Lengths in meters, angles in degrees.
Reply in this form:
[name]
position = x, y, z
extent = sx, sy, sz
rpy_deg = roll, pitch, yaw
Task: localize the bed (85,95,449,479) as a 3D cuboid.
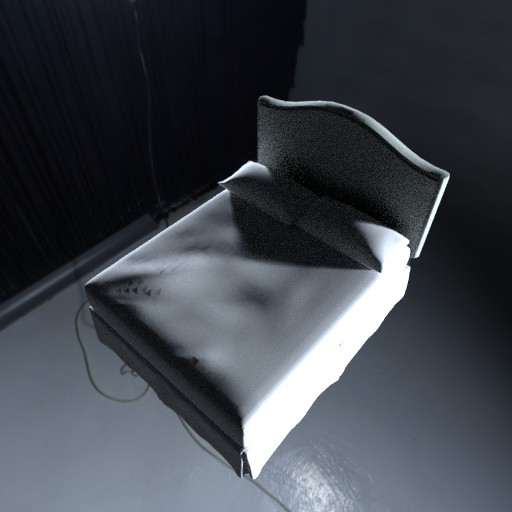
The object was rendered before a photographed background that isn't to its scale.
[bed]
position = 0.000, 0.000, 3.386
extent = 1.813, 1.607, 2.180
rpy_deg = 33, 55, 27
